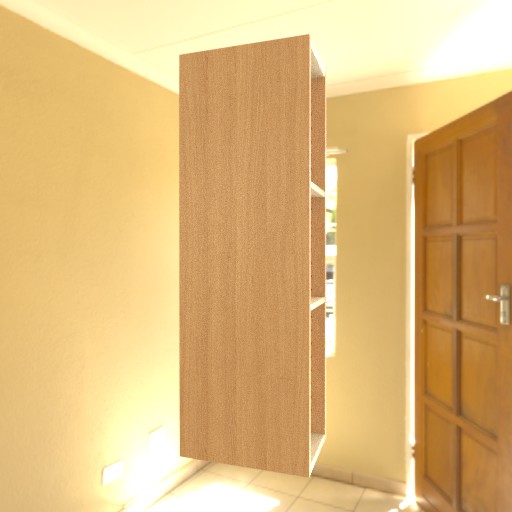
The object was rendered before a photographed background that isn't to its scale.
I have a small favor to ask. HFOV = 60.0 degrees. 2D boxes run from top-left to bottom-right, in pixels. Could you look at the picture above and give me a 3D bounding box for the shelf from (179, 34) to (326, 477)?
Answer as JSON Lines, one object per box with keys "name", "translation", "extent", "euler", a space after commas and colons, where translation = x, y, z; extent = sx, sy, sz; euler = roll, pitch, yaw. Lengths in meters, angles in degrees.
{"name": "shelf", "translation": [0.000, 0.000, 1.019], "extent": [0.290, 0.882, 0.197], "euler": [0, 0, 19]}
